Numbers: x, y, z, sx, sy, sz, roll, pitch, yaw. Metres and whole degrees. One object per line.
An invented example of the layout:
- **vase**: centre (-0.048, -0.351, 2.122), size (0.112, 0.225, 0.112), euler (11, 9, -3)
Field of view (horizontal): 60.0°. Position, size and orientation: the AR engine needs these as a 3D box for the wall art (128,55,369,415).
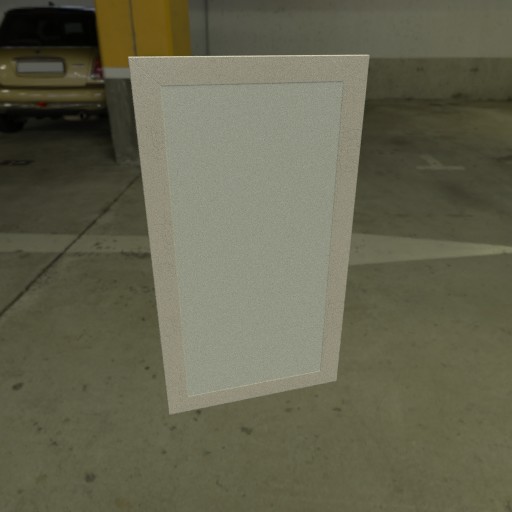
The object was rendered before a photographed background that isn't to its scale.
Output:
- **wall art**: centre (0.000, 0.000, 0.830), size (0.380, 0.683, 0.013), euler (-7, 27, -14)
